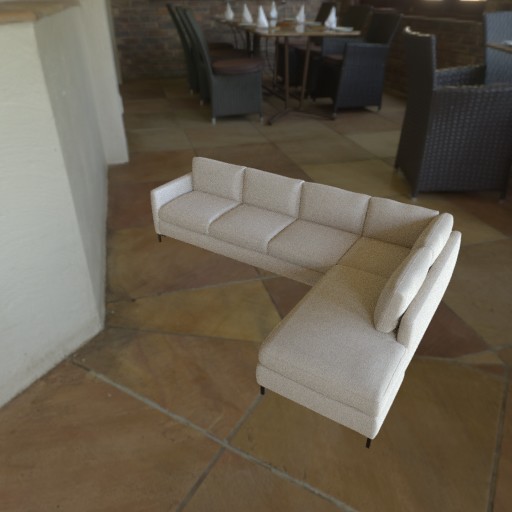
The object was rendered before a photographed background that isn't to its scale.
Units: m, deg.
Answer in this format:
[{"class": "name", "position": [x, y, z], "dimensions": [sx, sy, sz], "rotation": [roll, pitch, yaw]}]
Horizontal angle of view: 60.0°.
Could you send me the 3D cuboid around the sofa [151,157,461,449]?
[{"class": "sofa", "position": [0.000, 0.000, 3.828], "dimensions": [2.949, 0.815, 2.007], "rotation": [19, 36, 28]}]
